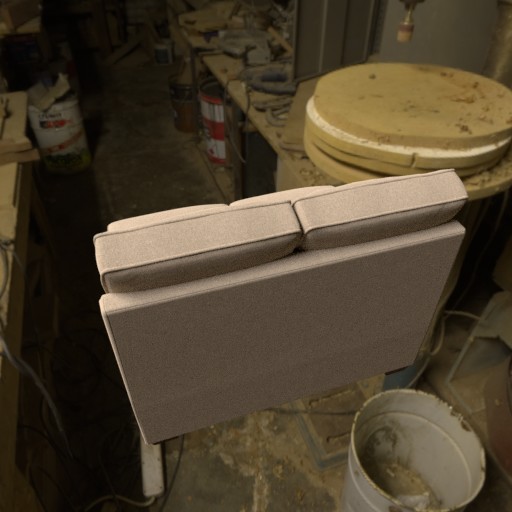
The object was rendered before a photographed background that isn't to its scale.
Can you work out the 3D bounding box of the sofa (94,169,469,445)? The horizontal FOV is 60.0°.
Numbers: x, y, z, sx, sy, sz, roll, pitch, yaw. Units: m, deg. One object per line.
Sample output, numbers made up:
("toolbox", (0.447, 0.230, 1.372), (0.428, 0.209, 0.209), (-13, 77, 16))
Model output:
("sofa", (0.000, 0.000, 1.930), (1.237, 1.008, 0.951), (-12, 42, -14))
